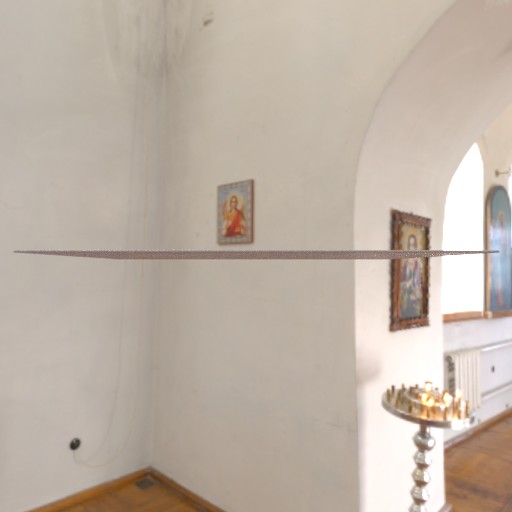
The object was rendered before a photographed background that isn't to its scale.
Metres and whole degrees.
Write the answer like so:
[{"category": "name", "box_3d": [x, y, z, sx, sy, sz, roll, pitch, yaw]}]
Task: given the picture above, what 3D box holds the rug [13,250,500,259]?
[{"category": "rug", "box_3d": [0.000, 0.000, 2.798, 2.232, 0.011, 1.555, 0, -2, -1]}]
